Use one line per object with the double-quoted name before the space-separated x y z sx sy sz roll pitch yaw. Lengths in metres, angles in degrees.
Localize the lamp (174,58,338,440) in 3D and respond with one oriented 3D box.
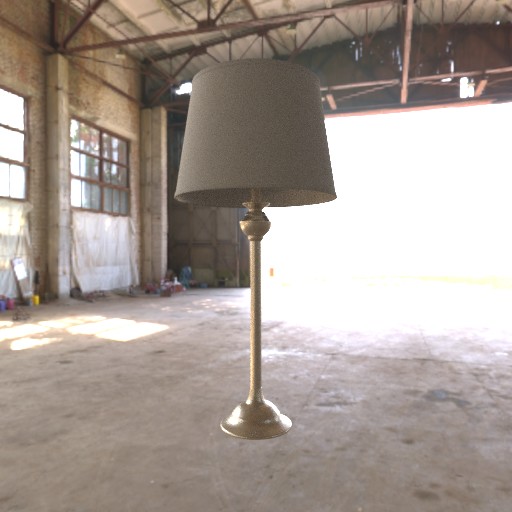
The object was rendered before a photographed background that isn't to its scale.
"lamp" 0.000 0.000 0.913 0.331 0.698 0.331 0 0 0
